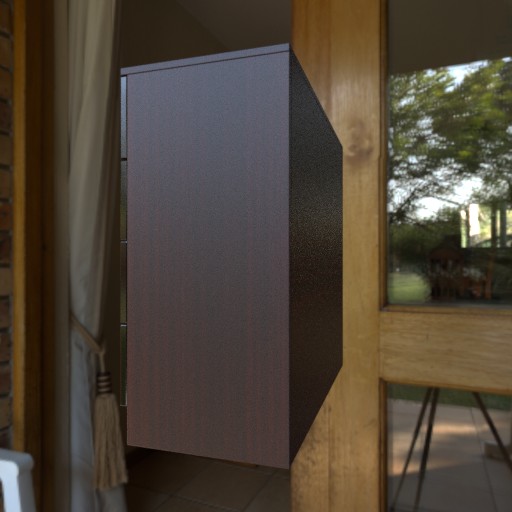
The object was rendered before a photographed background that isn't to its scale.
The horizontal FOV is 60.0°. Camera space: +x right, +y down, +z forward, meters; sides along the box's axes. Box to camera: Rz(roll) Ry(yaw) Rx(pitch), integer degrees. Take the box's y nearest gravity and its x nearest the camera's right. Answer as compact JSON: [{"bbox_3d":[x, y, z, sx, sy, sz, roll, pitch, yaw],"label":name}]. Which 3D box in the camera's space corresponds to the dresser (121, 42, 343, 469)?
[{"bbox_3d":[0.000,0.000,1.159,0.360,0.720,0.750,0,0,18],"label":"dresser"}]
